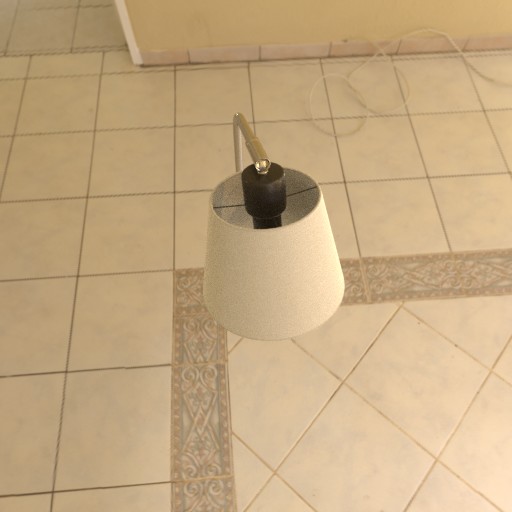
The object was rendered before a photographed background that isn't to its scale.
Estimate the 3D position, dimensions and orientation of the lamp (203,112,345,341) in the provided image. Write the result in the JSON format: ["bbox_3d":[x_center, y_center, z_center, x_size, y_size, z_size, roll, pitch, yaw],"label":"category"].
[{"bbox_3d":[0.000,0.000,0.694,0.181,0.539,0.348,-13,64,-6],"label":"lamp"}]
